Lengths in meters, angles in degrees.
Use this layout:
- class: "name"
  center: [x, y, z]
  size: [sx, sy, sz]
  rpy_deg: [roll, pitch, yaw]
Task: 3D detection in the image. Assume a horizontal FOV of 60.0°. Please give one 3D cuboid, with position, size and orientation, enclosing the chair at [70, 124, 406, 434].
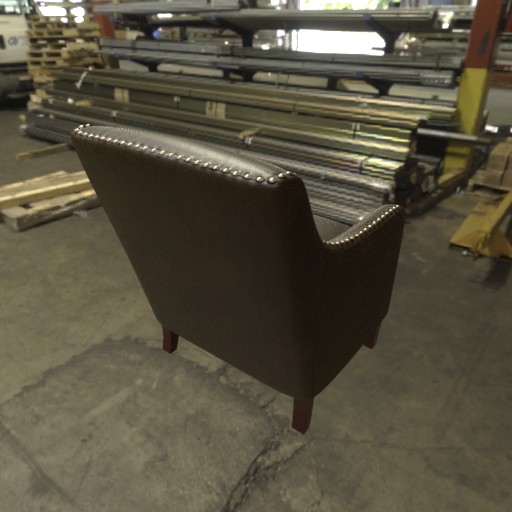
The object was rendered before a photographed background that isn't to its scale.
- class: "chair"
  center: [0.000, 0.000, 1.317]
  size: [0.639, 0.813, 0.704]
  rpy_deg: [21, 35, 32]
